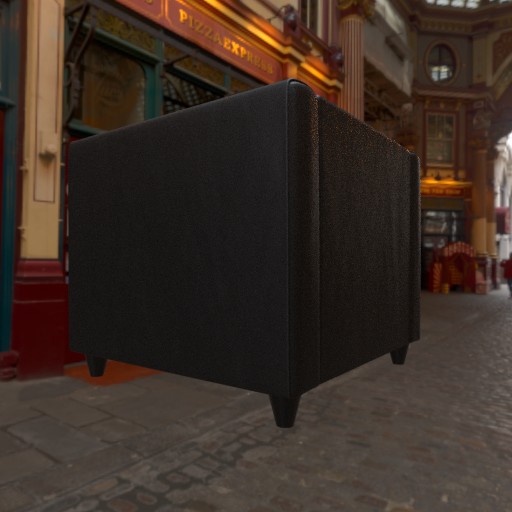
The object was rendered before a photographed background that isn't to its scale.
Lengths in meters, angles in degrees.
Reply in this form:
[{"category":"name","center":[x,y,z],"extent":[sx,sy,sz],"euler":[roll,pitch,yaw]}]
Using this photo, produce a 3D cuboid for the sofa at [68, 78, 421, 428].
[{"category":"sofa","center":[0.000,0.000,1.423],"extent":[0.809,0.724,0.839],"euler":[0,-1,37]}]
